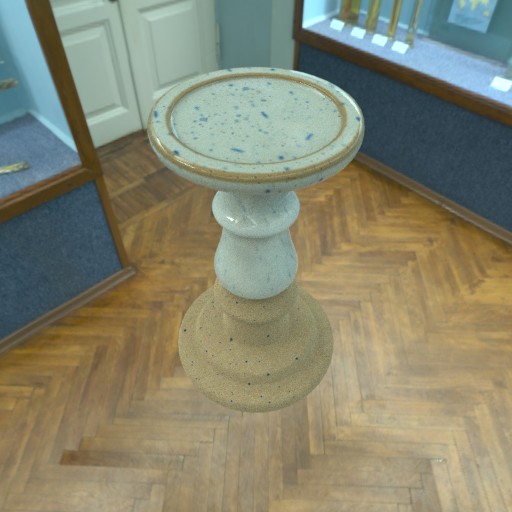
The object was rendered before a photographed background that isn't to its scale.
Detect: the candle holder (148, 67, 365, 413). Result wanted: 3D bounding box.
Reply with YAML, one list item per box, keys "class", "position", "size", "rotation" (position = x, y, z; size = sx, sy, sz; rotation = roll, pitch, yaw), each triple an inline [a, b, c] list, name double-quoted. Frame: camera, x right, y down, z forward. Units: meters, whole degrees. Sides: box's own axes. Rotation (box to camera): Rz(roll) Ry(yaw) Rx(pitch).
- class: "candle holder"
  position: [0.000, 0.000, 0.286]
  size: [0.123, 0.202, 0.123]
  rotation: [0, 47, 0]
